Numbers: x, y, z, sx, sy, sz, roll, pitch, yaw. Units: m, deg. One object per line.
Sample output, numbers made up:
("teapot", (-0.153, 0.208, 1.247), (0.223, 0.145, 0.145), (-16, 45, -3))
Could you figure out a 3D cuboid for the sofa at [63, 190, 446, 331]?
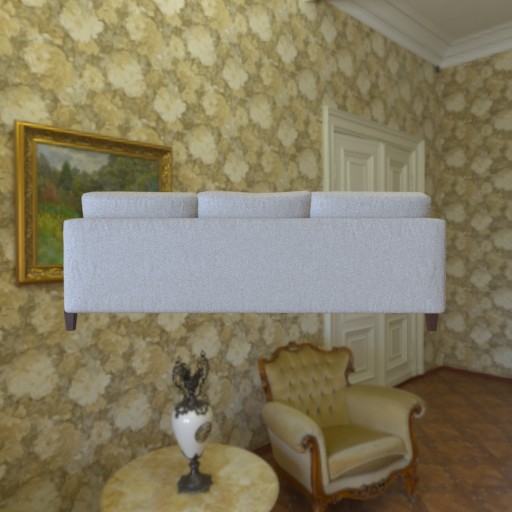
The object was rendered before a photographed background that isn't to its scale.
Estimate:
("sofa", (0.000, 0.000, 4.483), (2.522, 0.934, 3.333), (0, 1, 0))
